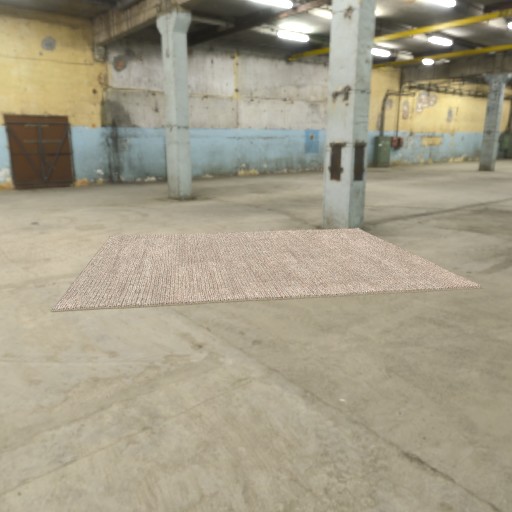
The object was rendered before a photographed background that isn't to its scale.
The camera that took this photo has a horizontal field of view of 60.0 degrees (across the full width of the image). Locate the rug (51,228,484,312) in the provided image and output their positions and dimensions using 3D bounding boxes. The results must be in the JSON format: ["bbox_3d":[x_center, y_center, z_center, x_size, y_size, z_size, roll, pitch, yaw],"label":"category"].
[{"bbox_3d":[0.000,0.000,4.218,3.052,0.030,2.429,-2,14,-9],"label":"rug"}]
